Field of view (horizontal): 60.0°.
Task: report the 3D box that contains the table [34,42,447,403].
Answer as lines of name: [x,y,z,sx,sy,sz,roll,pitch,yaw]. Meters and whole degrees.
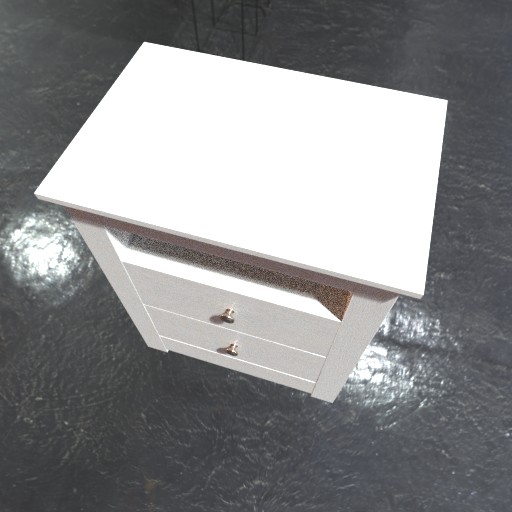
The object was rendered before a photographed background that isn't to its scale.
table: [0.000,0.000,1.038,0.589,0.711,0.406,15,60,9]
